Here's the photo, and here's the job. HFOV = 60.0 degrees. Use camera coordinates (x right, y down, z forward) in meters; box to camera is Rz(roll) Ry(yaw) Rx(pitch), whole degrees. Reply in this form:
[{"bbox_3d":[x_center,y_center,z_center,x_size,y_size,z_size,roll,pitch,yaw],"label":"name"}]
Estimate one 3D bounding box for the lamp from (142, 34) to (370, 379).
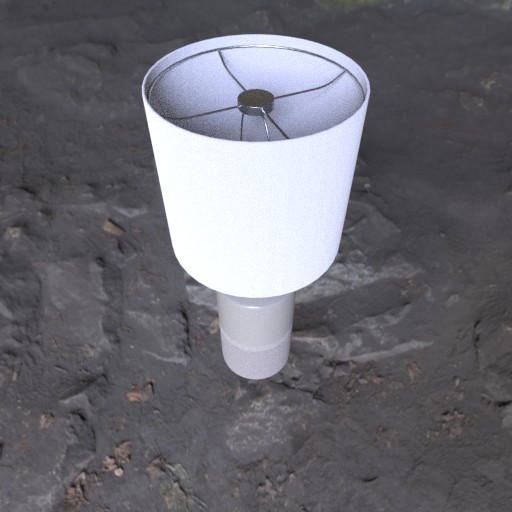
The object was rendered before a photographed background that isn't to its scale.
[{"bbox_3d":[0.000,0.000,0.598,0.212,0.493,0.212,-18,50,-16],"label":"lamp"}]
